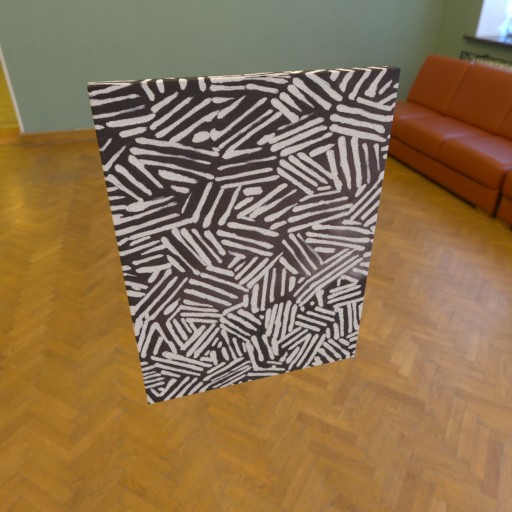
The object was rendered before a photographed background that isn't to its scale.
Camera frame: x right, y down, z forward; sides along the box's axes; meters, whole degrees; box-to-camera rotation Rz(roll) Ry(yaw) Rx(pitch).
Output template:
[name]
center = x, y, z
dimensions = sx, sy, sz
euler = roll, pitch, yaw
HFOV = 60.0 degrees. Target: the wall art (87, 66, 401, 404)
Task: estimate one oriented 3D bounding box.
[wall art]
center = 0.000, 0.000, 1.323
dimensions = 0.765, 1.017, 0.038
euler = -9, 33, -14
